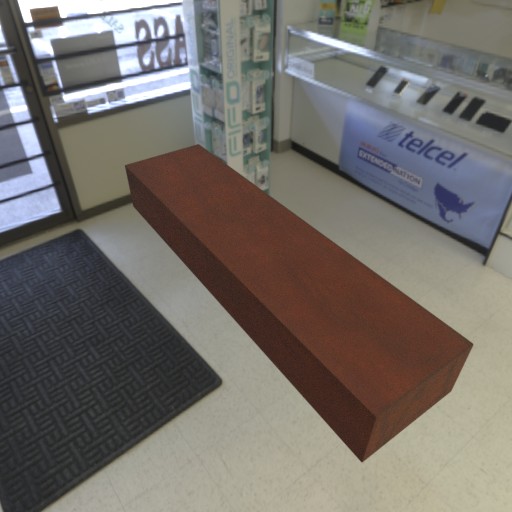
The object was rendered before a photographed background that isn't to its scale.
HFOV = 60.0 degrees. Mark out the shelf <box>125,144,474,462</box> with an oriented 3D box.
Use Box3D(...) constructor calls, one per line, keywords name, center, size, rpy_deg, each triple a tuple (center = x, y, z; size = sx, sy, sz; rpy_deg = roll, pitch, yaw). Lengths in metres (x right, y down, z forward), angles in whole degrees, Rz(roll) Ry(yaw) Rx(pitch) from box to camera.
Box3D(name="shelf", center=(0.000, 0.000, 0.667), size=(0.152, 0.088, 0.607), rpy_deg=(-24, 45, -26))
